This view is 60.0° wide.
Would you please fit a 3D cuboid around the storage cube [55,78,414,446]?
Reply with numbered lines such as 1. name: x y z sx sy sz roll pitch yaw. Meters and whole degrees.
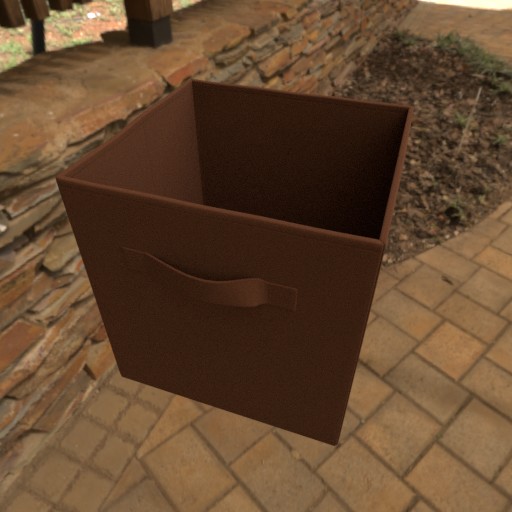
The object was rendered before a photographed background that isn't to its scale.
1. storage cube: 0.000 0.000 0.500 0.270 0.280 0.270 13 42 15
